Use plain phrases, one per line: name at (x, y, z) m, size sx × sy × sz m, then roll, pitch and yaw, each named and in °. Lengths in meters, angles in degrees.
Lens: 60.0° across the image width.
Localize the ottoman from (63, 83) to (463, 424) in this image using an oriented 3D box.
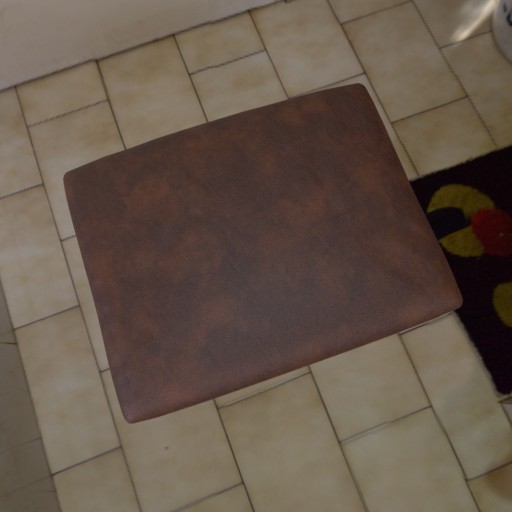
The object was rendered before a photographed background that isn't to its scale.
ottoman at (0.000, 0.000, 1.123) m, size 0.742 × 0.486 × 0.586 m, roll -18°, pitch 77°, yaw -5°
